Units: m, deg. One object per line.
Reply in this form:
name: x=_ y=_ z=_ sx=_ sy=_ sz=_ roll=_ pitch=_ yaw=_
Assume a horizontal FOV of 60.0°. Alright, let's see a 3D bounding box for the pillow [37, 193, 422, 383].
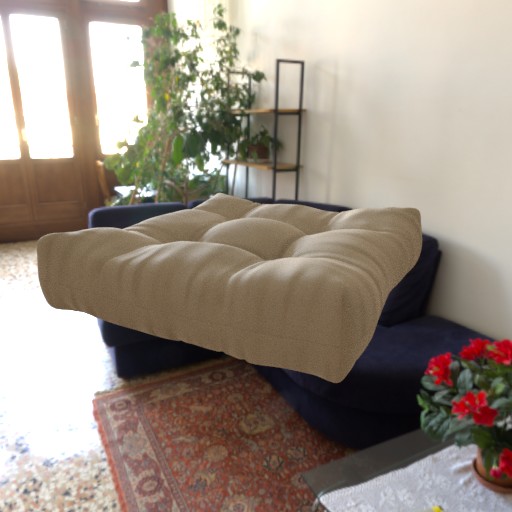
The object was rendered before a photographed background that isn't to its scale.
pillow: x=0.000 y=0.000 z=0.729 sx=0.468 sy=0.128 sz=0.490 roll=8 pitch=19 yaw=26
